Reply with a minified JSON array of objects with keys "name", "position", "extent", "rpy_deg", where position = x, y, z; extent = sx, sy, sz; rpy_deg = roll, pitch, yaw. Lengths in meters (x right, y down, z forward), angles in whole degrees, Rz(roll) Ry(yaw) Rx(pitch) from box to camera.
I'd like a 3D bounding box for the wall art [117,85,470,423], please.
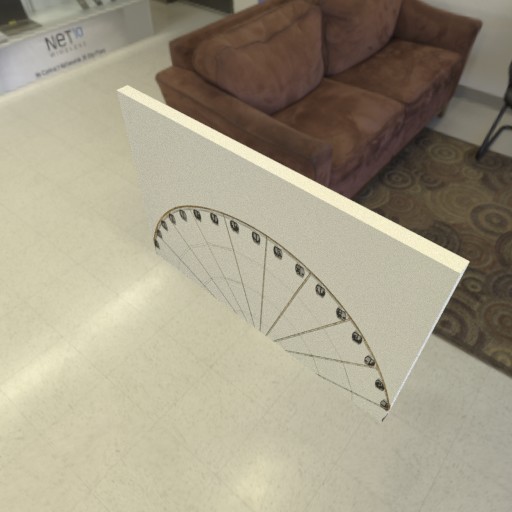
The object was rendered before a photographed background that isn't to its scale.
[{"name":"wall art","position":[0.000,0.000,1.133],"extent":[0.898,0.601,0.038],"rpy_deg":[33,56,27]}]
